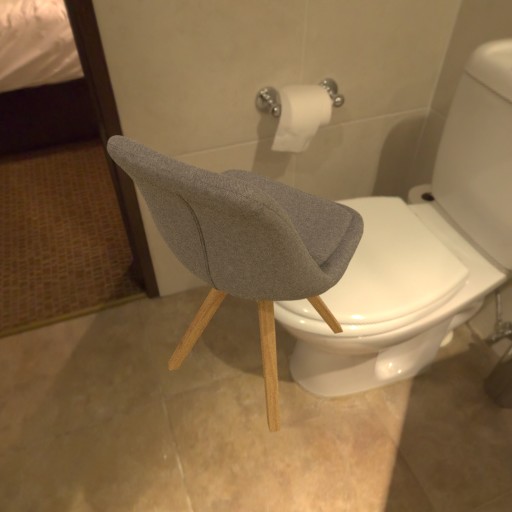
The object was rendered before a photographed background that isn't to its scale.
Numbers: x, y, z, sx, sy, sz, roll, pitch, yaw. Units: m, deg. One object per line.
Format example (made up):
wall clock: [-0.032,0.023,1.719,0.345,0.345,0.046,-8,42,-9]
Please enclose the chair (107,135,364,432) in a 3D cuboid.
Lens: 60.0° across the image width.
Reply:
chair: [0.000,0.000,1.171,0.483,0.865,0.550,24,50,22]
